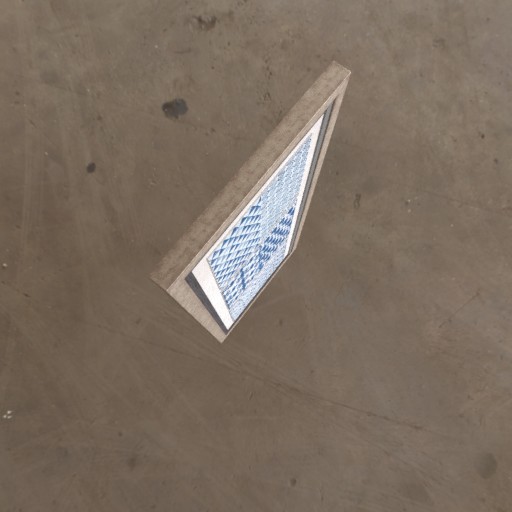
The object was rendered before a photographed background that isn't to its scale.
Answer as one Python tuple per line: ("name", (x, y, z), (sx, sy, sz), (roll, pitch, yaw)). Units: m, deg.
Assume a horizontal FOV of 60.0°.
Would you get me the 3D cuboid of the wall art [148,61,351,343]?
("wall art", (0.000, 0.000, 1.659), (0.051, 1.461, 0.648), (37, 78, 9))
